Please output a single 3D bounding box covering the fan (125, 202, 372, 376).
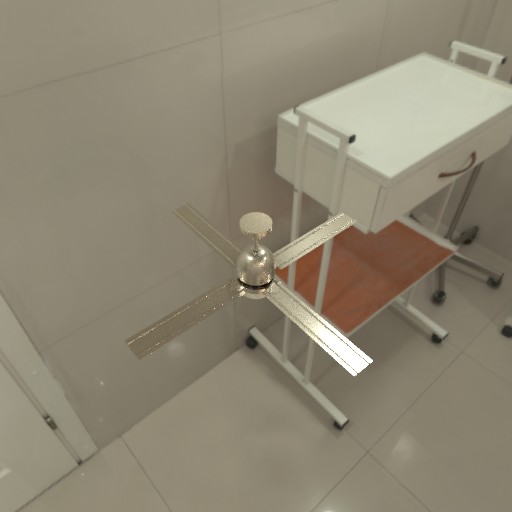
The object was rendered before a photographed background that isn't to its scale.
[{"bbox_3d":[0.000,0.000,2.055,1.346,0.406,1.346,-32,53,-28],"label":"fan"}]
